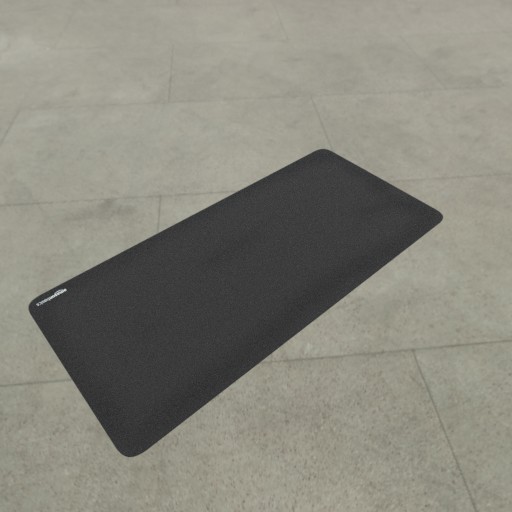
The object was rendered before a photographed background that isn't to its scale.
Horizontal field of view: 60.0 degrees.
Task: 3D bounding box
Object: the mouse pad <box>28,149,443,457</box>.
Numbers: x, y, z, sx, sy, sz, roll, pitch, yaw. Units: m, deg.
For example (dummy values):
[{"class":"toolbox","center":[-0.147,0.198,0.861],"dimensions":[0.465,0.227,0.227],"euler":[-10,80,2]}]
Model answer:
[{"class":"mouse pad","center":[0.000,0.000,1.014],"dimensions":[0.907,0.003,0.424],"euler":[-32,54,-27]}]
